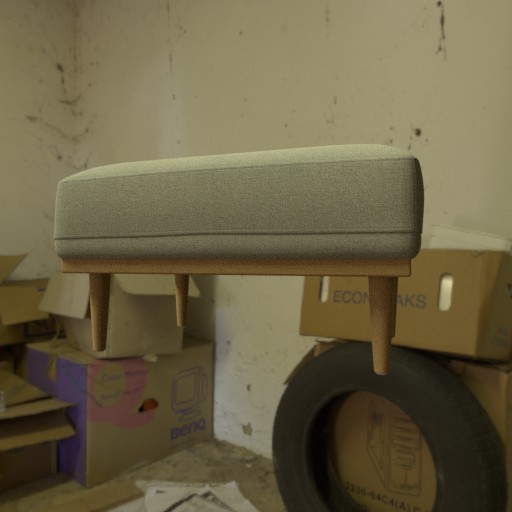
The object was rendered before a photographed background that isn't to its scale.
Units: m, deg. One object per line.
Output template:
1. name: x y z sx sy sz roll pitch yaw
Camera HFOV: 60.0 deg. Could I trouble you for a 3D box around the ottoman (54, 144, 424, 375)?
1. ottoman: 0.000 0.000 1.073 0.749 0.428 0.549 0 -1 19
